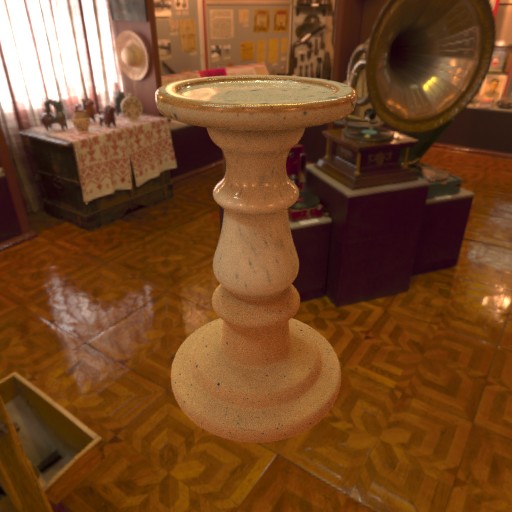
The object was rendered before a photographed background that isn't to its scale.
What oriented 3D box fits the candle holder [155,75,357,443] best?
[{"bbox_3d":[0.000,0.000,0.280,0.123,0.202,0.123,0,29,0],"label":"candle holder"}]
